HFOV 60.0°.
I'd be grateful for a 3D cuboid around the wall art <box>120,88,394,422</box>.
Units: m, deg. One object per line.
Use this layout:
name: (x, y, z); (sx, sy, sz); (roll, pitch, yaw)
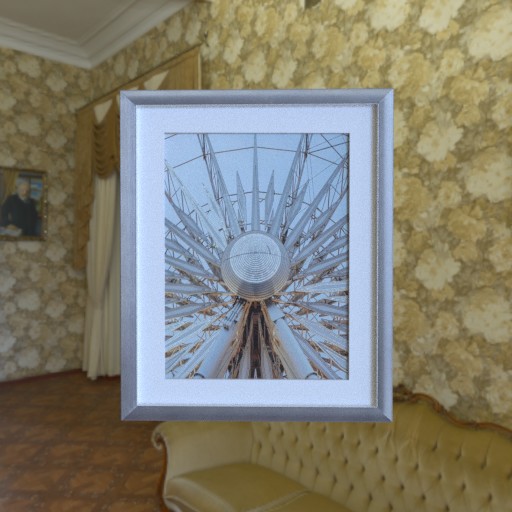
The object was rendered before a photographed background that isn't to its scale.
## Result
wall art: (0.000, 0.000, 0.756); (0.458, 0.558, 0.029); (0, 1, 1)
